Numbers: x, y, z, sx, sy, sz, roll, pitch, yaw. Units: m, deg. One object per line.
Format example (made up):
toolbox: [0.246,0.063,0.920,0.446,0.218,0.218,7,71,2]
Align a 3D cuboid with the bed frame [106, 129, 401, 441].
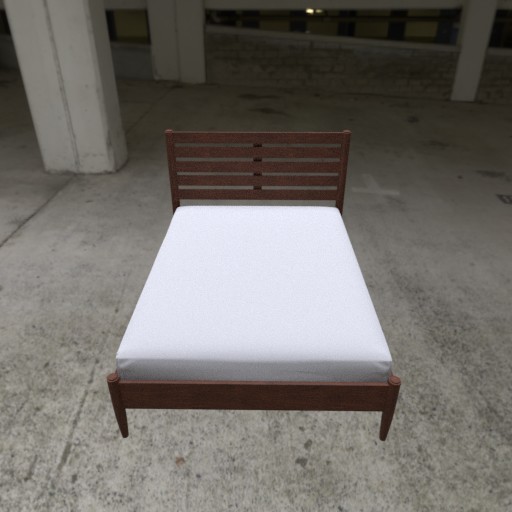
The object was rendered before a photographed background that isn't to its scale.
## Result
bed frame: [0.000,0.000,3.331,1.655,1.321,2.234,0,30,1]
